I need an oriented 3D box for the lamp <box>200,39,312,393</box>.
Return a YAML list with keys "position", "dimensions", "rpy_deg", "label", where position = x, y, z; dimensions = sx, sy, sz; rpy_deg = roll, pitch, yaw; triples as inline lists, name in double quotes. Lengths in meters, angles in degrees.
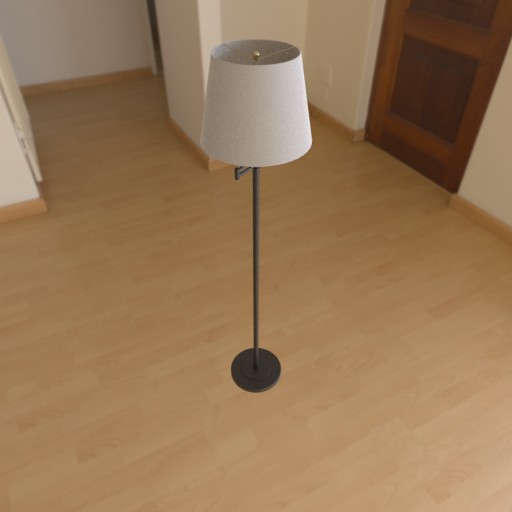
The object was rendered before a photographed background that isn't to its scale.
- position: [0.000, 0.000, 1.693]
  dimensions: [0.348, 1.473, 0.348]
  rpy_deg: [26, 47, 28]
  label: "lamp"
